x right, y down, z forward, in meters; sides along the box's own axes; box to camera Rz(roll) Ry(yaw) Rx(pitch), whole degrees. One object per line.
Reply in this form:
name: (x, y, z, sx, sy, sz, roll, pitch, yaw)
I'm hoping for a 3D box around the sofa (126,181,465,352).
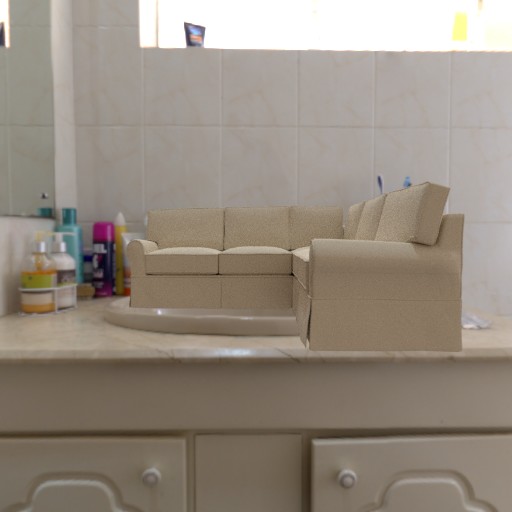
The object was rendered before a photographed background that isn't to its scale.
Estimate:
sofa: (0.000, 0.000, 3.956, 2.591, 1.070, 2.597, 0, 2, 1)
